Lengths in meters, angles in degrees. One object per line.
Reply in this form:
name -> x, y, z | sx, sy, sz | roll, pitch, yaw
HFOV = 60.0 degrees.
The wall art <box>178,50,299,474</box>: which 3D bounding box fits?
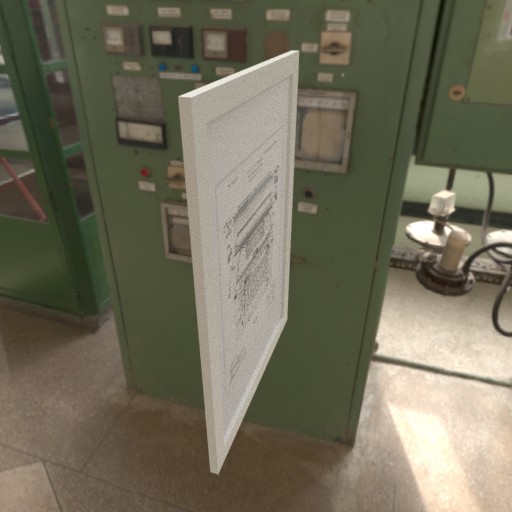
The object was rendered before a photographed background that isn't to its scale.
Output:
wall art -> 0.000, 0.000, 0.674 | 0.013, 0.533, 0.381 | 10, 32, 16
